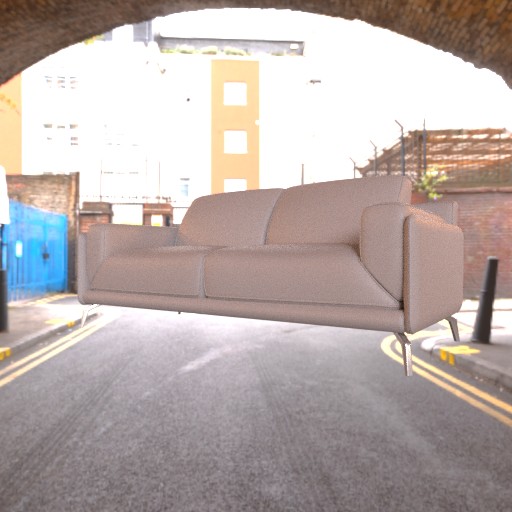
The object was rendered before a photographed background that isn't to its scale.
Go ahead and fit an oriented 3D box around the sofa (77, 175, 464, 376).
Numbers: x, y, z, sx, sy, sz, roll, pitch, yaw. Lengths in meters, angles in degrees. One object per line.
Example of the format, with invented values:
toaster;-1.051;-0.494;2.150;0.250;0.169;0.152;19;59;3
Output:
sofa;0.000;0.000;2.575;2.101;0.930;1.049;0;-1;35
